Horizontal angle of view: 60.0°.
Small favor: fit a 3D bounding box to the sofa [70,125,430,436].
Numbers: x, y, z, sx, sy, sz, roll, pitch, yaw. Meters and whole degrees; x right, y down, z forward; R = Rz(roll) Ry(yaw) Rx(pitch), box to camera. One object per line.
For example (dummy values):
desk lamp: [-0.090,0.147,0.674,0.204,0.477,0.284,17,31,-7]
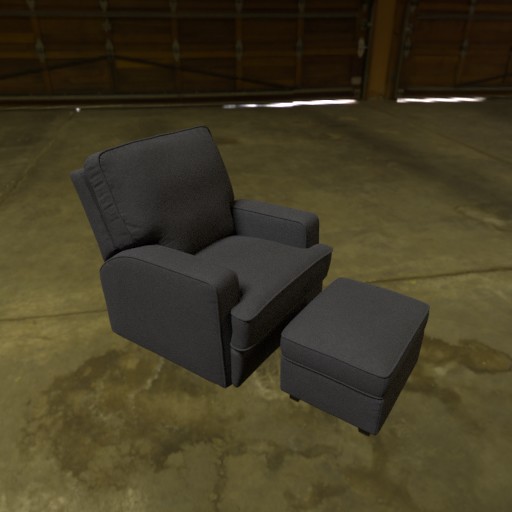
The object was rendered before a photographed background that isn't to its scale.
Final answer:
sofa: [0.000,0.000,2.004,1.472,0.959,0.861,17,32,30]
